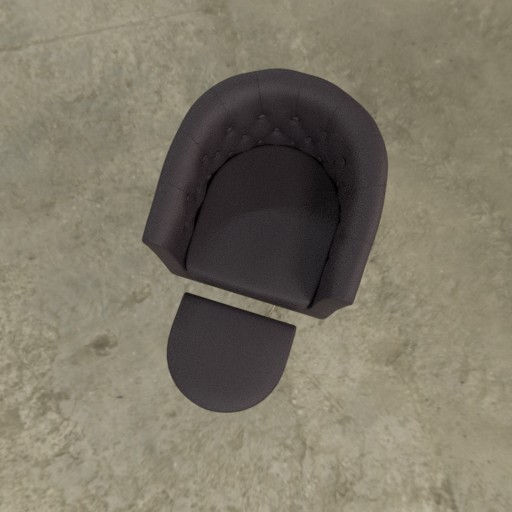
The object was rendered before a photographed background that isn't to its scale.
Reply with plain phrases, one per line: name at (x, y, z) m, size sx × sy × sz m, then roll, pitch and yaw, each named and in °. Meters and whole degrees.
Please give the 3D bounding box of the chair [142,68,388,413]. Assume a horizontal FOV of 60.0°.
chair at (0.000, 0.000, 1.717) m, size 0.763 × 0.760 × 1.191 m, roll 17°, pitch 75°, yaw 4°
